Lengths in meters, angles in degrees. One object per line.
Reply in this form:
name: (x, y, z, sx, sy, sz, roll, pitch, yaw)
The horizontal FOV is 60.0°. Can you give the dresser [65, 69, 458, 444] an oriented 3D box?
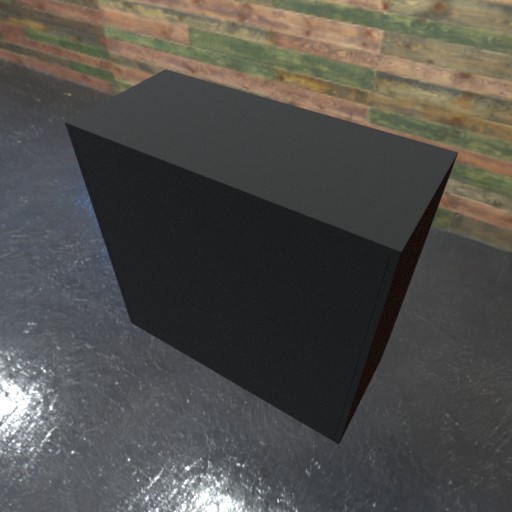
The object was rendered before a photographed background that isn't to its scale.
dresser: (0.000, 0.000, 1.177, 0.750, 0.720, 0.360, 24, 50, 22)
